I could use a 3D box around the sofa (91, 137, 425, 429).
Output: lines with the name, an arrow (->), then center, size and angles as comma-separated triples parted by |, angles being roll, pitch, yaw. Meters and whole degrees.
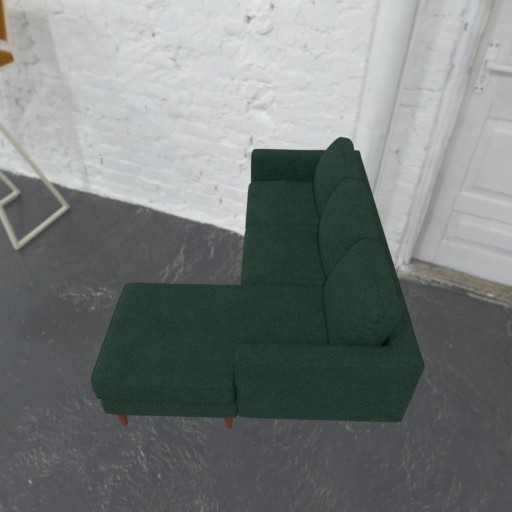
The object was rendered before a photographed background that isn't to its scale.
sofa -> 0.000, 0.000, 2.902 | 1.580, 0.899, 2.030 | 1, 41, 1
